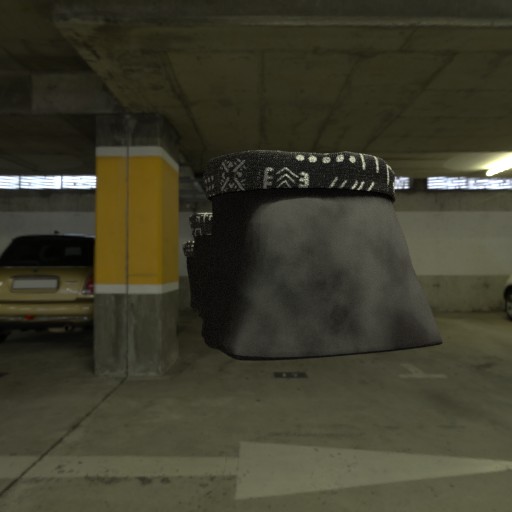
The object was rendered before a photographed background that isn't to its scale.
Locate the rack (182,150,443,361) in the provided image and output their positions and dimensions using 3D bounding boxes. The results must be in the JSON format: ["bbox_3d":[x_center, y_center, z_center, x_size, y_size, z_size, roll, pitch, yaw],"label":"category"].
[{"bbox_3d":[0.000,0.000,1.089,0.379,0.323,0.905,0,-1,-18],"label":"rack"}]
